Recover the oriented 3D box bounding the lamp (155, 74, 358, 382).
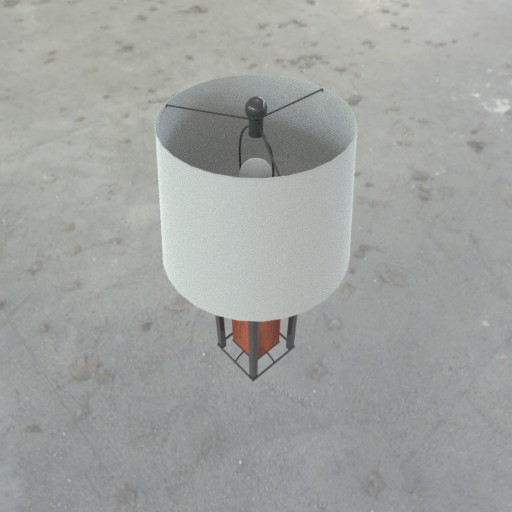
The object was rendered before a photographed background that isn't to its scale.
[{"bbox_3d":[0.000,0.000,0.784,0.320,0.591,0.320,0,46,0],"label":"lamp"}]
